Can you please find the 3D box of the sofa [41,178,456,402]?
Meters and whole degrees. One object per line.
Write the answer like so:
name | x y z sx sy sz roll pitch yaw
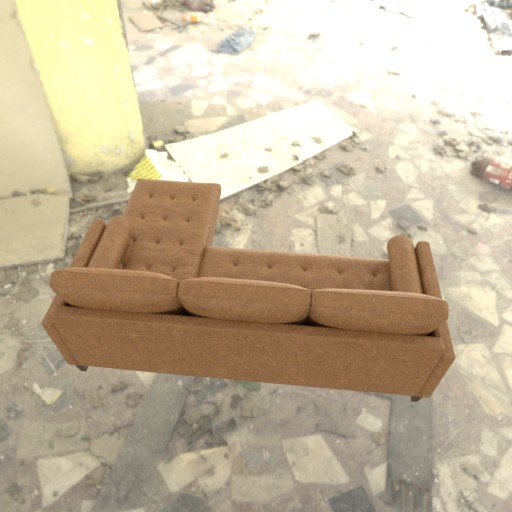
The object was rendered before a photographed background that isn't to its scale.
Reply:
sofa | 0.000 0.000 2.911 2.178 0.876 1.506 4 48 4
